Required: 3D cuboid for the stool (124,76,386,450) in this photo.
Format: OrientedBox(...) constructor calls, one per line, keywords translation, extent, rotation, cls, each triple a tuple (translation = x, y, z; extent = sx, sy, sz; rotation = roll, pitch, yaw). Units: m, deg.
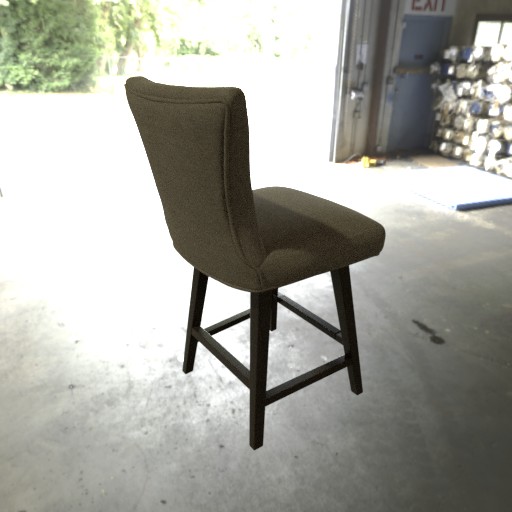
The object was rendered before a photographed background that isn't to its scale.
OrientedBox(translation=(0.000, 0.000, 1.334), extent=(0.574, 1.000, 0.514), rotation=(-18, 30, -33), cls="stool")
